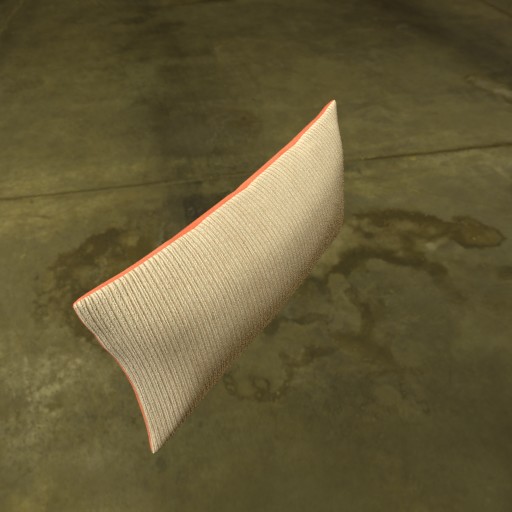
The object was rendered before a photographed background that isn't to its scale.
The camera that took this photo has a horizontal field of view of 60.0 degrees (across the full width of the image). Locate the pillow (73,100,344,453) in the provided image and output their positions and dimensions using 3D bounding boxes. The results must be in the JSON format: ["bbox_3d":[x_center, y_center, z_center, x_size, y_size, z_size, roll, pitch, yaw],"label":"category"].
[{"bbox_3d":[0.000,0.000,0.738,0.155,0.307,0.608,25,48,24],"label":"pillow"}]
